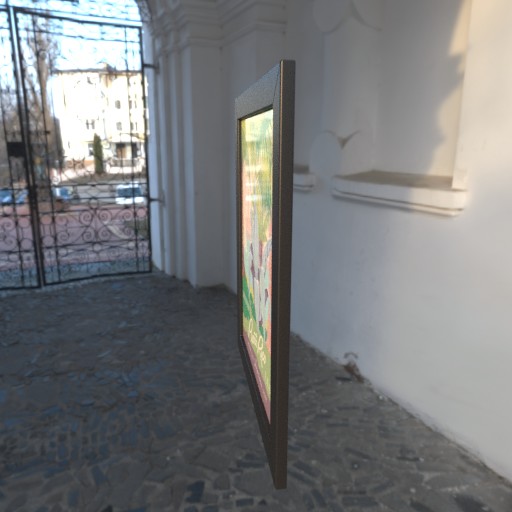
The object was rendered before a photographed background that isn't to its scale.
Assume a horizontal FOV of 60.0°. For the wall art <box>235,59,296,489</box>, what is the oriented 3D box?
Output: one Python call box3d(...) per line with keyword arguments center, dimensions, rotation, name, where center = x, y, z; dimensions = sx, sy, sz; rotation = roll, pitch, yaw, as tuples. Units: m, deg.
box3d(center=(0.000, 0.000, 0.805), dimensions=(0.018, 0.582, 0.481), rotation=(-2, 15, -9), name="wall art")
